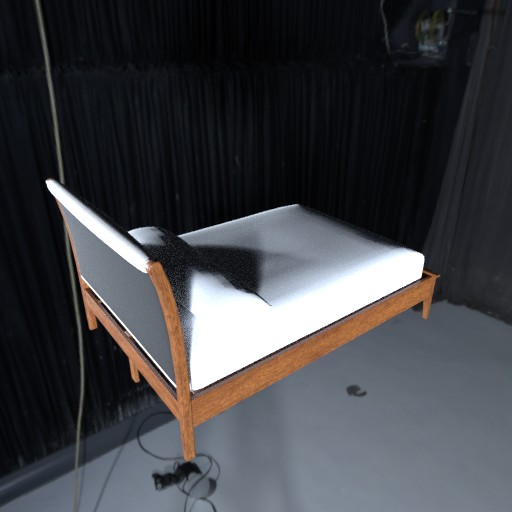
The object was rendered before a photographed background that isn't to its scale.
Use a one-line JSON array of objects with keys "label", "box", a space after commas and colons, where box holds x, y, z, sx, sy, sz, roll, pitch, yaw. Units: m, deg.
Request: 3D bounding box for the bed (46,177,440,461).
[{"label": "bed", "box": [0.000, 0.000, 3.286, 2.380, 1.250, 1.612, -19, 32, -33]}]
